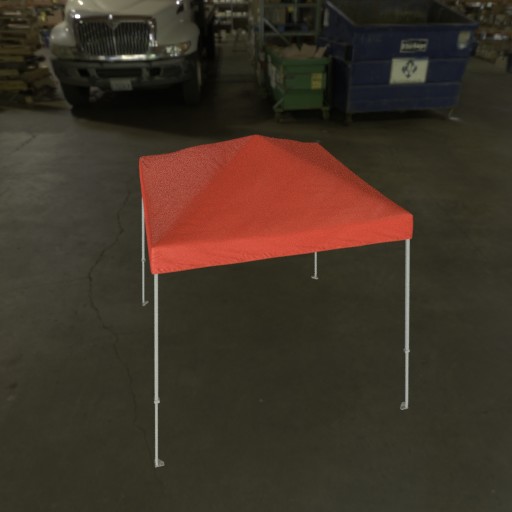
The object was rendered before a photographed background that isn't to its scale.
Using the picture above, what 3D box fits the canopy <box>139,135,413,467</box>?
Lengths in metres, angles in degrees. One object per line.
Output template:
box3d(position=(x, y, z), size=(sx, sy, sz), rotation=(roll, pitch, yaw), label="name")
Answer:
box3d(position=(0.000, 0.000, 5.210), size=(2.849, 2.850, 2.850), rotation=(-8, 32, -13), label="canopy")
